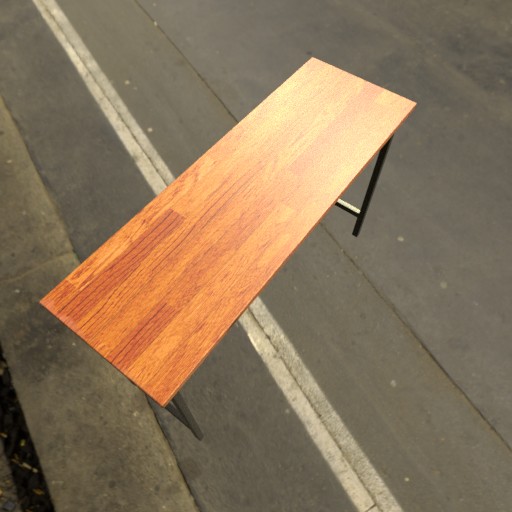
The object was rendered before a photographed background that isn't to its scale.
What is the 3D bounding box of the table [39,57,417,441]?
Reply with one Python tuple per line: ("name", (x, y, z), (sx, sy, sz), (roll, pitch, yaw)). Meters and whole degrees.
("table", (0.000, 0.000, 1.571), (0.408, 0.740, 1.204), (33, 64, 18))
